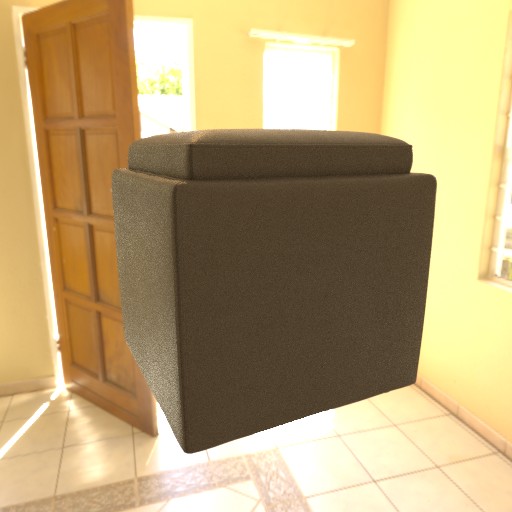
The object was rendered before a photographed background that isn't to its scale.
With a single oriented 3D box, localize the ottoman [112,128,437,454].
[{"bbox_3d":[0.000,0.000,0.838,0.450,0.460,0.451,-7,15,-26],"label":"ottoman"}]
